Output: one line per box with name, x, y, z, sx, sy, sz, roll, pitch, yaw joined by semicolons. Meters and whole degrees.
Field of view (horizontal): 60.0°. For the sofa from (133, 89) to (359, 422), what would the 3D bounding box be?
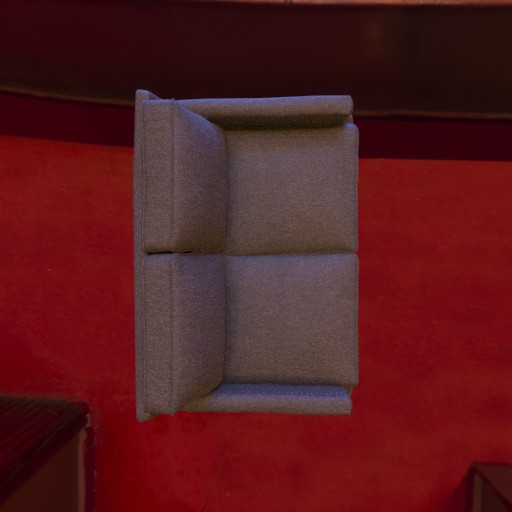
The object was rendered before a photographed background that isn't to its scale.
sofa;0.000;0.000;2.328;1.084;1.003;1.597;0;91;2
